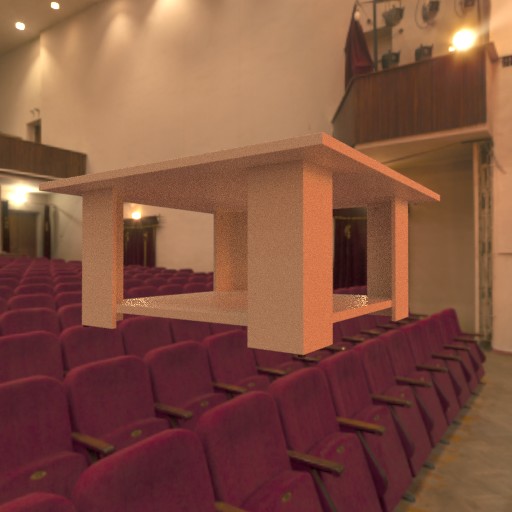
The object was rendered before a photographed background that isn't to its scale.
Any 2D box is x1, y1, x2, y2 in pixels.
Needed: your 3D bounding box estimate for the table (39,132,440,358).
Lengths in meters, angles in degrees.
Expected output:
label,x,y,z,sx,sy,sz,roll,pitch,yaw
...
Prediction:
label,x,y,z,sx,sy,sz,roll,pitch,yaw
table,0.000,0.000,1.035,0.670,0.305,0.670,0,-1,35
